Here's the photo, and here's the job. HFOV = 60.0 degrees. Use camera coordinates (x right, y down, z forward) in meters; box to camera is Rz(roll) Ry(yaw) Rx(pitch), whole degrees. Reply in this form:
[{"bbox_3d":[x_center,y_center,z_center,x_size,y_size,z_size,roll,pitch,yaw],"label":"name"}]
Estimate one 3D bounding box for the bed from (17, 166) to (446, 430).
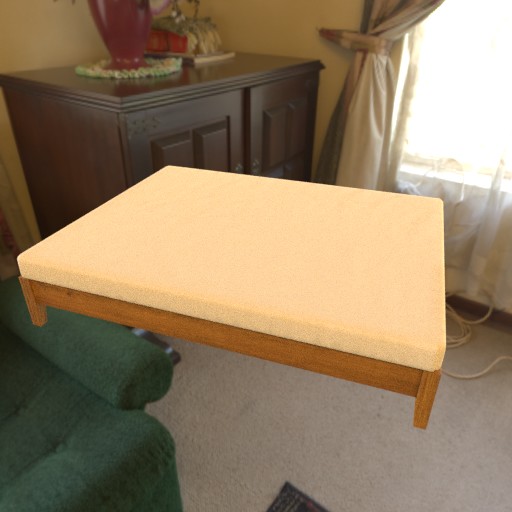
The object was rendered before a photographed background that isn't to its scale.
[{"bbox_3d":[0.000,0.000,2.617,2.016,0.431,1.536,10,31,17],"label":"bed"}]
